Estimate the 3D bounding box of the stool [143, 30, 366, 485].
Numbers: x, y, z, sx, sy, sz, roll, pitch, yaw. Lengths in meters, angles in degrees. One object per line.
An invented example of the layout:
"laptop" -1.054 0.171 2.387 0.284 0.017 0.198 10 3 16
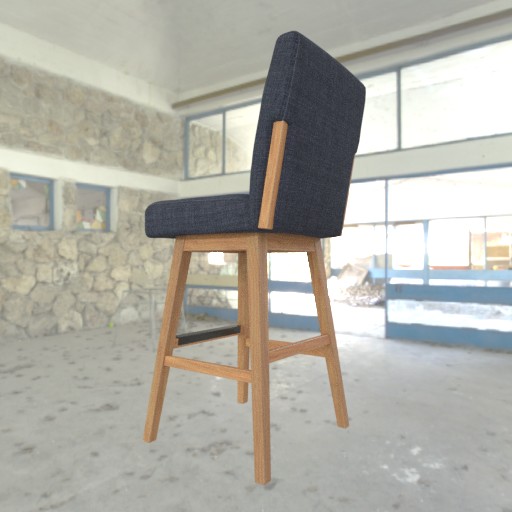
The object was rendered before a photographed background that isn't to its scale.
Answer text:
"stool" 0.000 0.000 1.384 0.570 1.112 0.483 -1 -1 36
